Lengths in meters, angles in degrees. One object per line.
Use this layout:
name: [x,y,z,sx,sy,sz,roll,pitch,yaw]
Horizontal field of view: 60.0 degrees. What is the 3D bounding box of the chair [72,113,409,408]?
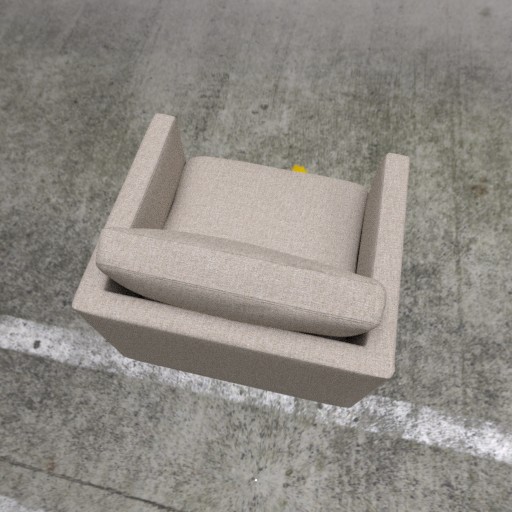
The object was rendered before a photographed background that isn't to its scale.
chair: [0.000,0.000,1.886,1.107,0.961,0.959,11,64,6]
